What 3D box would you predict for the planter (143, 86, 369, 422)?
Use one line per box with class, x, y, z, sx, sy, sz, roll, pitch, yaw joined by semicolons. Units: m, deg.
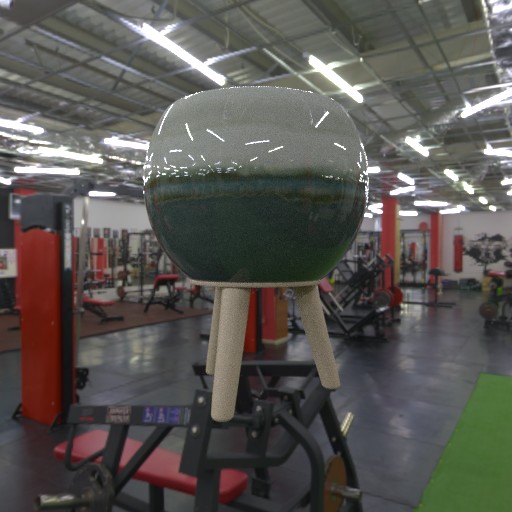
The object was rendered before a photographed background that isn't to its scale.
planter;0.000;0.000;0.450;0.222;0.278;0.222;0;0;0
